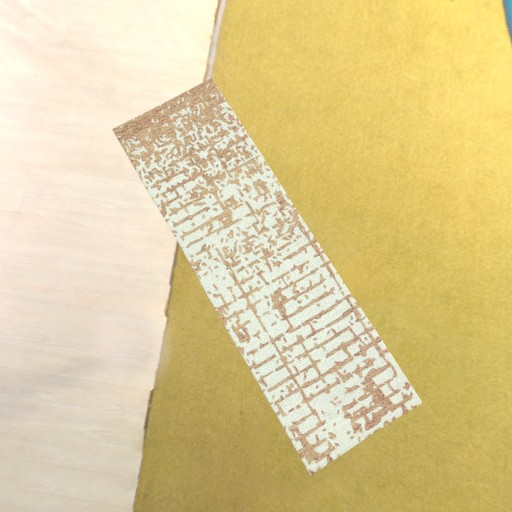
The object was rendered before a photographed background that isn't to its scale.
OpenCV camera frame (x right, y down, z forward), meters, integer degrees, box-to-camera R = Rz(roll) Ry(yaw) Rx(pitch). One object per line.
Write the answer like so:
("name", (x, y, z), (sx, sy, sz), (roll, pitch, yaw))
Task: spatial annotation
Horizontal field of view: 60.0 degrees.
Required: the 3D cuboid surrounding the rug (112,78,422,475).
("rug", (0.000, 0.000, 2.711), (0.750, 0.011, 2.435), (-30, 78, -7))
